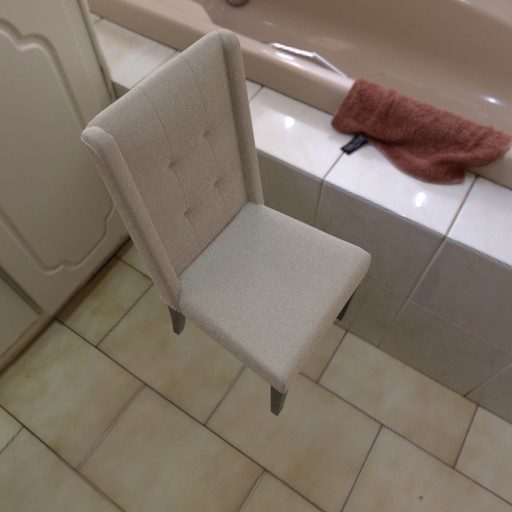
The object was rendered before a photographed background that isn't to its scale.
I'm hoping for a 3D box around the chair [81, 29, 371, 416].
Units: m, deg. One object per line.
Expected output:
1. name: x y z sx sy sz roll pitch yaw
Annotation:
1. chair: 0.000 0.000 1.238 0.523 0.961 0.474 31 63 18
